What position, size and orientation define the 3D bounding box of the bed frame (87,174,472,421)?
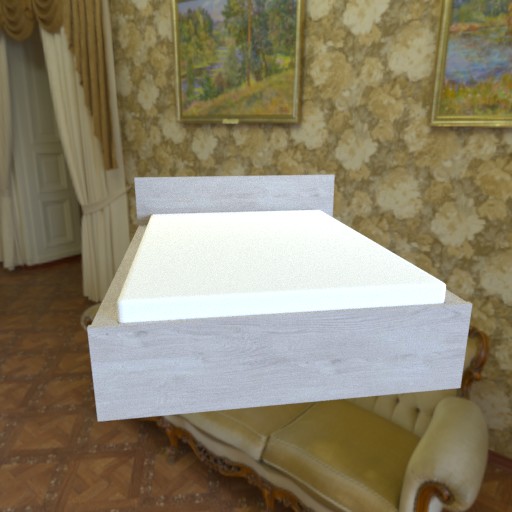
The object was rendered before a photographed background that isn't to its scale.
[{"bbox_3d":[0.000,0.000,2.766,1.622,0.800,1.960,-2,16,-8],"label":"bed frame"}]
